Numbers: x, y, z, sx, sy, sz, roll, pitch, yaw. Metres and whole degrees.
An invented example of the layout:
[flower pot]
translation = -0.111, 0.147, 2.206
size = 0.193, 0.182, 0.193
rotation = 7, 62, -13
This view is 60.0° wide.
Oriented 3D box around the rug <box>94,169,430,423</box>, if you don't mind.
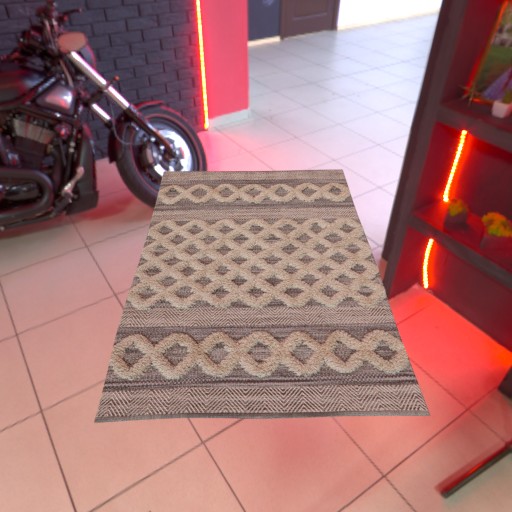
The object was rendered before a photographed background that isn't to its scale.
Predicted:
[rug]
translation = 0.000, 0.000, 2.293
size = 1.222, 0.030, 1.823
rotation = -1, 40, -1
